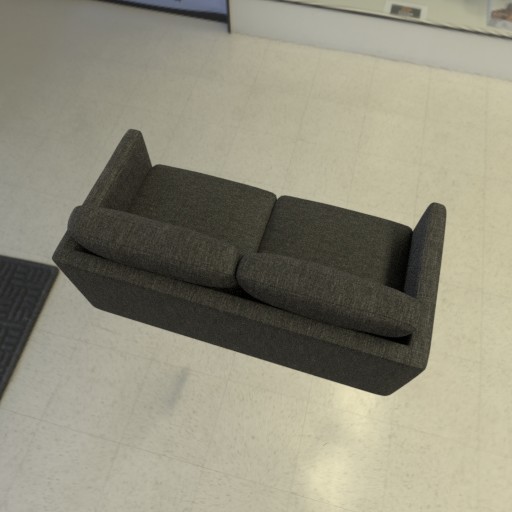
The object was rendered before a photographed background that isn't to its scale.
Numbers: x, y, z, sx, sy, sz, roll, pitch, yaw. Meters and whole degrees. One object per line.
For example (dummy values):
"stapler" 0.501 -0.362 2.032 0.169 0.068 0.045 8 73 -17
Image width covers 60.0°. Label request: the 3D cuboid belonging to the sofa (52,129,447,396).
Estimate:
"sofa" 0.000 0.000 2.517 1.884 0.963 0.950 15 63 8
